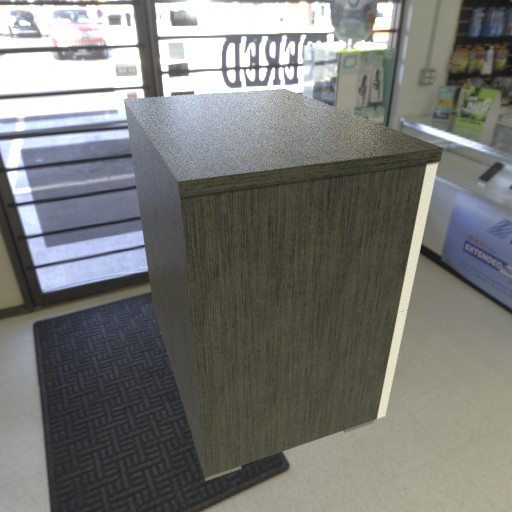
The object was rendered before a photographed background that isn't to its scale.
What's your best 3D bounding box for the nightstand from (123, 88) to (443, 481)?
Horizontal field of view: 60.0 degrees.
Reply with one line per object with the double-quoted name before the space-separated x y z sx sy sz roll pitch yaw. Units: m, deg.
"nightstand" 0.000 0.000 0.756 0.325 0.460 0.441 -11 31 -18
